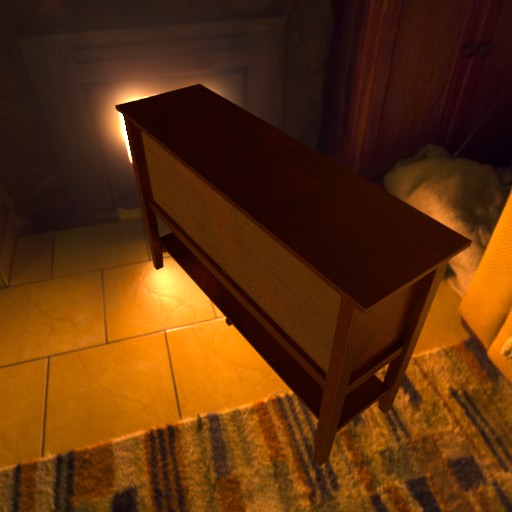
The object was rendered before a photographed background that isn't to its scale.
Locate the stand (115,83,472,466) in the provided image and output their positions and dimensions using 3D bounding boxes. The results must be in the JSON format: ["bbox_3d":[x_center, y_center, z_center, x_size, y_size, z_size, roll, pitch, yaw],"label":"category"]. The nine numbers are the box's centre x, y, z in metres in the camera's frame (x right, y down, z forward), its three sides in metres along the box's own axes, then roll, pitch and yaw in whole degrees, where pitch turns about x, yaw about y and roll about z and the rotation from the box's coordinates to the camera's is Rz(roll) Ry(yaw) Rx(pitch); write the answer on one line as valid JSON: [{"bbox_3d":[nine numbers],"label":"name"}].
[{"bbox_3d":[0.000,0.000,1.759,0.410,0.872,1.362,-26,48,-26],"label":"stand"}]
